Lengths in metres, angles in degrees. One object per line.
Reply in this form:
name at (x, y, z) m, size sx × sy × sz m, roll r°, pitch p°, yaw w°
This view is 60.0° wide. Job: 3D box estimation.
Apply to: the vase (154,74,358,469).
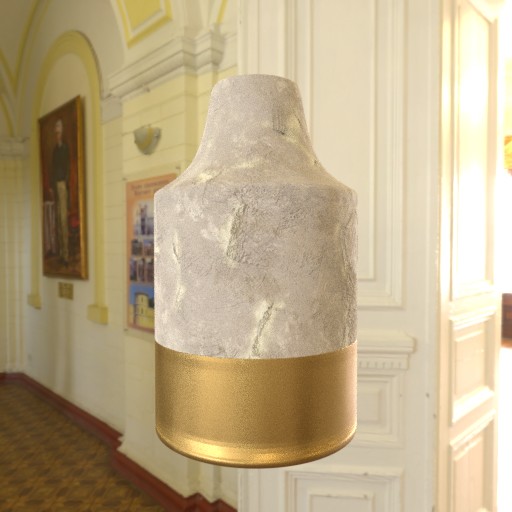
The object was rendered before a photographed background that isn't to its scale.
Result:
vase at (0.000, 0.000, 0.410) m, size 0.184 × 0.305 × 0.184 m, roll 0°, pitch 2°, yaw 0°
